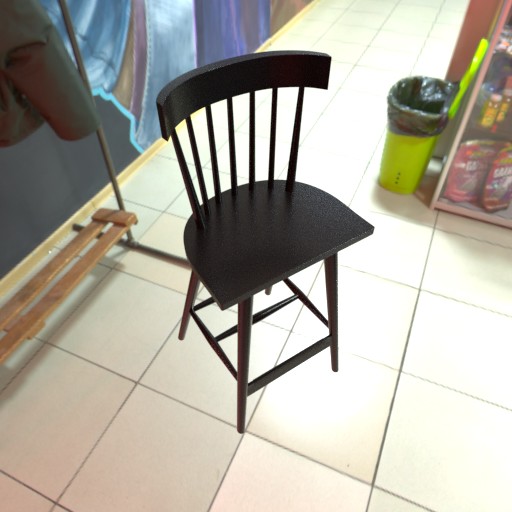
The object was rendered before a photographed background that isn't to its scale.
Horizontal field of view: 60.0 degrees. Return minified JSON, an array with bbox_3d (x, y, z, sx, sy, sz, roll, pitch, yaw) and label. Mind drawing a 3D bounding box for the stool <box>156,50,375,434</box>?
[{"bbox_3d":[0.000,0.000,1.353,0.482,1.092,0.483,-25,51,-23],"label":"stool"}]
